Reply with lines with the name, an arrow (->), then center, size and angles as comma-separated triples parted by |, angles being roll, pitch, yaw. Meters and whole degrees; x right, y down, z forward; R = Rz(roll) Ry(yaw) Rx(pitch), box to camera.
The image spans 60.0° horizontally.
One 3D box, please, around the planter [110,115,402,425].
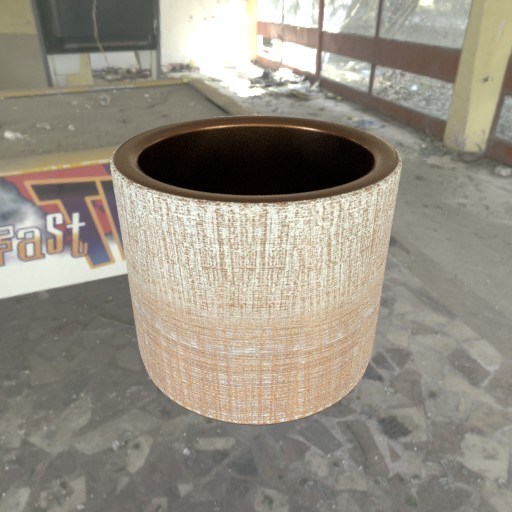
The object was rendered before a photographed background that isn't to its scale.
planter -> 0.000, 0.000, 0.192 | 0.109, 0.096, 0.109 | 0, 30, 0
